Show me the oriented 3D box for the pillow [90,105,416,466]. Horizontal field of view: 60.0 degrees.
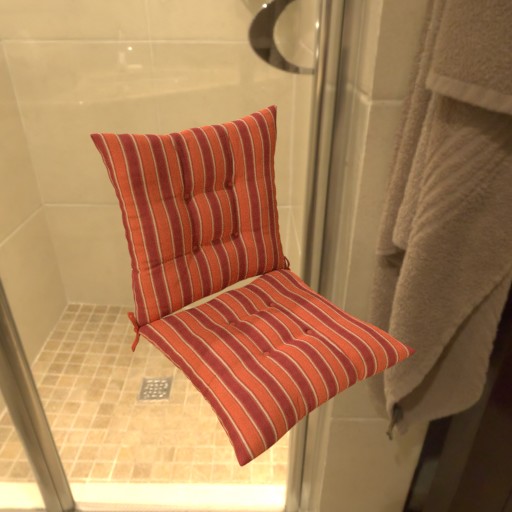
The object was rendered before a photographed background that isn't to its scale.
[{"bbox_3d":[0.000,0.000,1.011,0.541,0.536,0.585,-20,35,-32],"label":"pillow"}]
